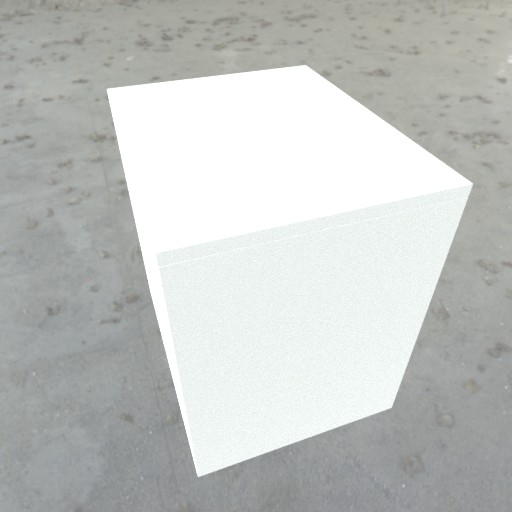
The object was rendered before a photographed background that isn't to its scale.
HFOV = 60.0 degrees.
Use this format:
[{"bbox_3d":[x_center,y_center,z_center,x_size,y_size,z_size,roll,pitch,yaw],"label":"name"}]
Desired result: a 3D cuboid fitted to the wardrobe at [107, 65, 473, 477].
[{"bbox_3d":[0.000,0.000,0.852,0.400,0.520,0.500,-13,42,-15],"label":"wardrobe"}]
